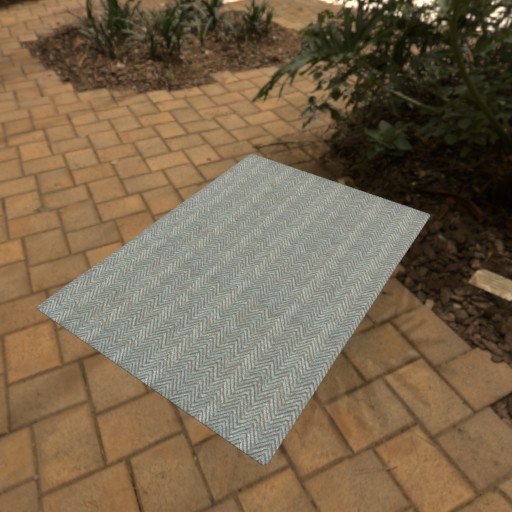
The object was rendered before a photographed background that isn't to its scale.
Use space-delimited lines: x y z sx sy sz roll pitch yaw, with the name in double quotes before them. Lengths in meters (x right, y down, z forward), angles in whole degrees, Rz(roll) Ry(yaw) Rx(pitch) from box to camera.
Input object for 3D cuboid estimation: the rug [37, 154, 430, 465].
"rug" 0.000 0.000 5.250 2.894 0.011 3.957 25 47 25
